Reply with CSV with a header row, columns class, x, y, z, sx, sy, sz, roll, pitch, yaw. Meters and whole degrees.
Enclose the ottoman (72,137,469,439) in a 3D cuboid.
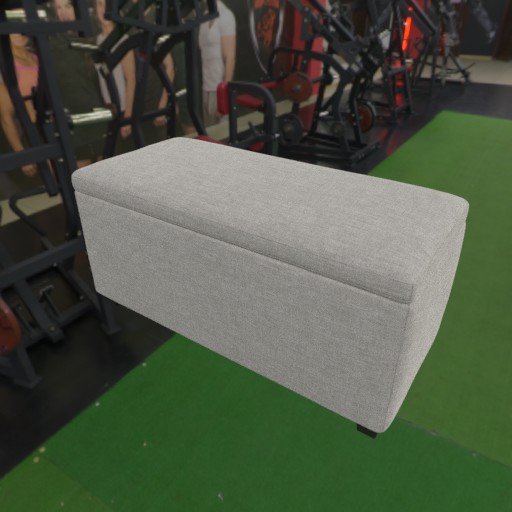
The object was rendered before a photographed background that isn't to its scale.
class,x,y,z,sx,sy,sz,roll,pitch,yaw
ottoman,0.000,0.000,1.143,0.902,0.432,0.419,19,36,29
